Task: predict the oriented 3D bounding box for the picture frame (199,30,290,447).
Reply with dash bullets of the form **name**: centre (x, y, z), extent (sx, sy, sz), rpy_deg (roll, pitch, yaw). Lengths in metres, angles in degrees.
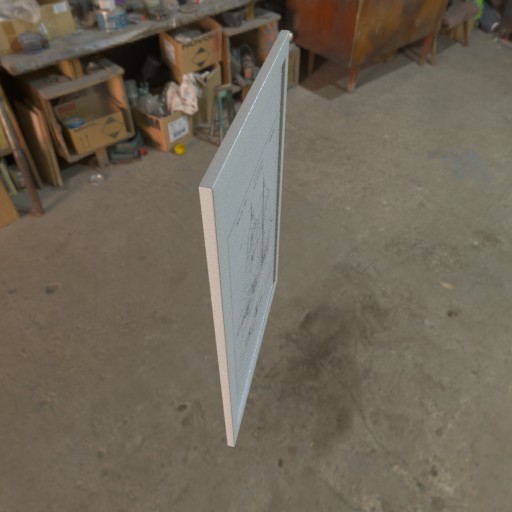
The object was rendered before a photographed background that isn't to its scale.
- **picture frame**: centre (0.000, 0.000, 0.685), extent (0.012, 0.534, 0.381), rpy_deg (9, 46, 9)
